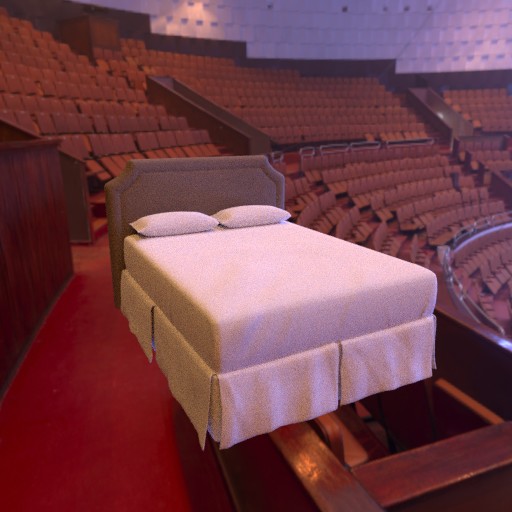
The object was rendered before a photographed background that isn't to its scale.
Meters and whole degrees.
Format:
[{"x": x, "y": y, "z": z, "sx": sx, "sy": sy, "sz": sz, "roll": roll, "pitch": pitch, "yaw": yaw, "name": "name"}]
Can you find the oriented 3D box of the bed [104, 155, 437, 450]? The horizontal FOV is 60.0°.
[{"x": 0.000, "y": 0.000, "z": 3.213, "sx": 1.693, "sy": 1.290, "sz": 2.116, "roll": -9, "pitch": 18, "yaw": -27, "name": "bed"}]
